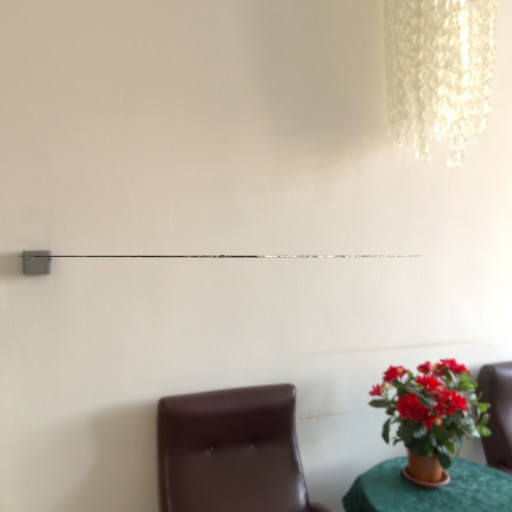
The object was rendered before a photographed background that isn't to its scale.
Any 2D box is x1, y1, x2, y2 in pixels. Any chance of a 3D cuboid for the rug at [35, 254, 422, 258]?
[{"bbox_3d":[0.000,0.000,2.293,1.217,0.012,1.848,0,0,35],"label":"rug"}]
